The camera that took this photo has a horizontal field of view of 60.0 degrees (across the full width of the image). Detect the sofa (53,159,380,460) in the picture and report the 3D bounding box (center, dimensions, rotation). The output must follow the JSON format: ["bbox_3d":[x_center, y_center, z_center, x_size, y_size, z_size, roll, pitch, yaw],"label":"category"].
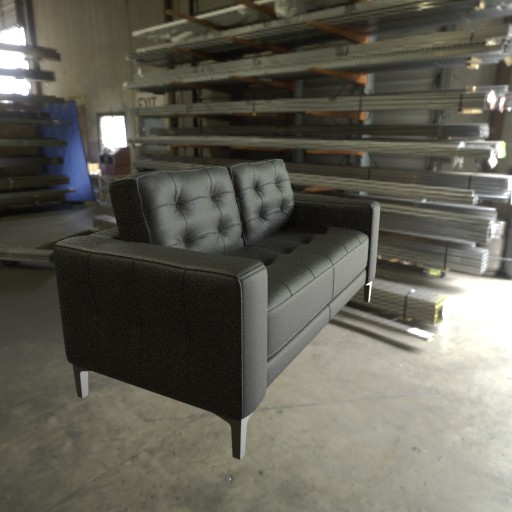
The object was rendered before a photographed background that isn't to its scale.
[{"bbox_3d":[0.000,0.000,2.211,0.833,0.893,1.726,8,17,27],"label":"sofa"}]
